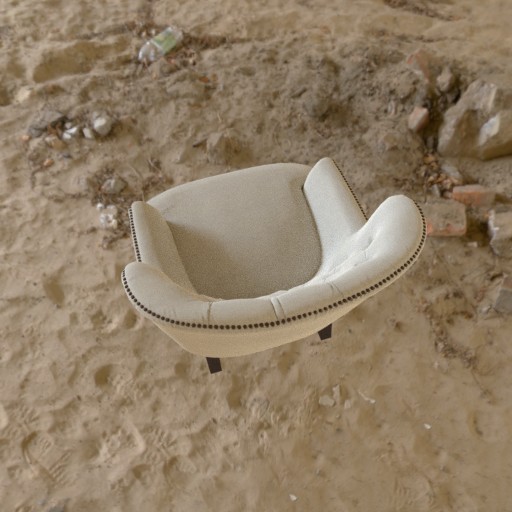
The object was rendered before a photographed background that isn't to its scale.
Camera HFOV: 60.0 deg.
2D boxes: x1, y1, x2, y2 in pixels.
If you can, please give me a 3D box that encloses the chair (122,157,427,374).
[{"bbox_3d":[0.000,0.000,1.624,0.848,0.868,0.906,-15,59,-9],"label":"chair"}]
